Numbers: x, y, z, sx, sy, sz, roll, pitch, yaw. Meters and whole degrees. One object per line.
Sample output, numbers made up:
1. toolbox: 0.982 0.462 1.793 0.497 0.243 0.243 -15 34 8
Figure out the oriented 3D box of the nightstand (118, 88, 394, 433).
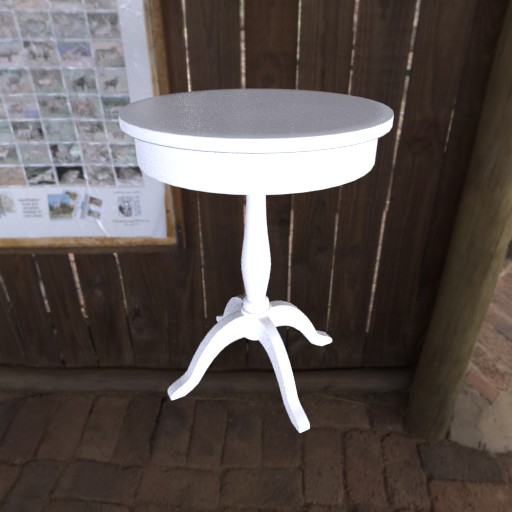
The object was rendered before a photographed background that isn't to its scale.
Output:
1. nightstand: 0.000 0.000 1.008 0.513 0.653 0.513 -9 29 -16
